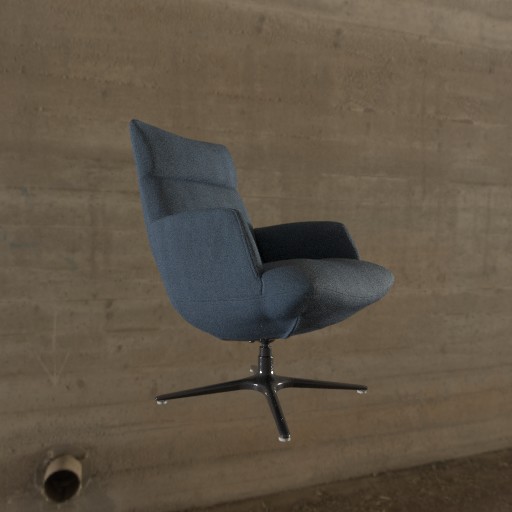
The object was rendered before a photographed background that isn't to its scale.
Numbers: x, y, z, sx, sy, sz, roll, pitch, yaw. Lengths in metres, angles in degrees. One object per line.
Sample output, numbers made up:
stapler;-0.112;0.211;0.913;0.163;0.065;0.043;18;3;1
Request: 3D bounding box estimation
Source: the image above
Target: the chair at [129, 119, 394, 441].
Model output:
chair;0.000;0.000;1.618;0.889;1.016;0.711;0;0;37
